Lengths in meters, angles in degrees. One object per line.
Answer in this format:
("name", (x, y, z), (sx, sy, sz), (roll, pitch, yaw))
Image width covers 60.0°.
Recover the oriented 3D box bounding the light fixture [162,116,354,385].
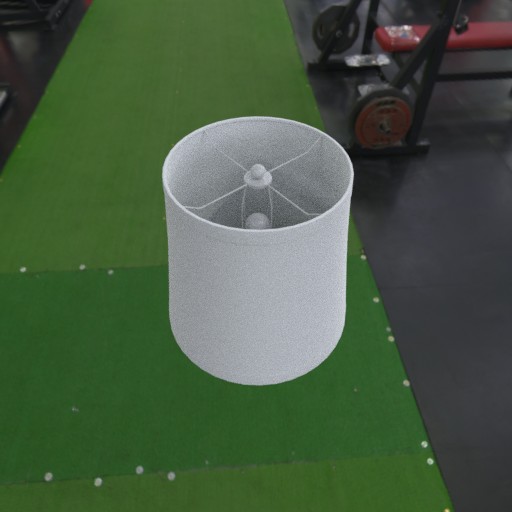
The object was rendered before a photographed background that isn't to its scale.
("light fixture", (0.000, 0.000, 0.267), (0.100, 0.172, 0.157), (-1, 47, -1))
